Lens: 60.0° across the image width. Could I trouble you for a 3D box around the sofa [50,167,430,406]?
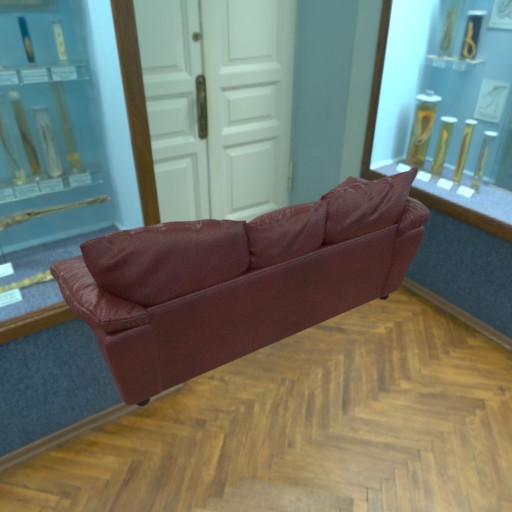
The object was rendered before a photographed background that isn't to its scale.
[{"bbox_3d":[0.000,0.000,2.911,2.390,1.091,0.907,-18,35,-27],"label":"sofa"}]
